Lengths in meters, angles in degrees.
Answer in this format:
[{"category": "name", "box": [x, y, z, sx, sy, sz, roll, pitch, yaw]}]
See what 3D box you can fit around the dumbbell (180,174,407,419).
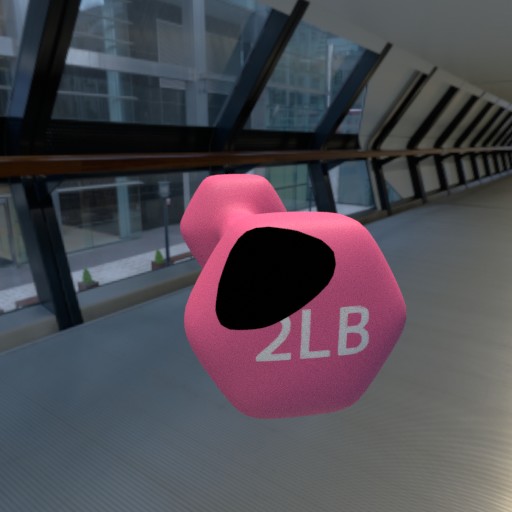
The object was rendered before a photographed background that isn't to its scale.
[{"category": "dumbbell", "box": [0.000, 0.000, 0.172, 0.058, 0.053, 0.146, -2, 15, -9]}]
